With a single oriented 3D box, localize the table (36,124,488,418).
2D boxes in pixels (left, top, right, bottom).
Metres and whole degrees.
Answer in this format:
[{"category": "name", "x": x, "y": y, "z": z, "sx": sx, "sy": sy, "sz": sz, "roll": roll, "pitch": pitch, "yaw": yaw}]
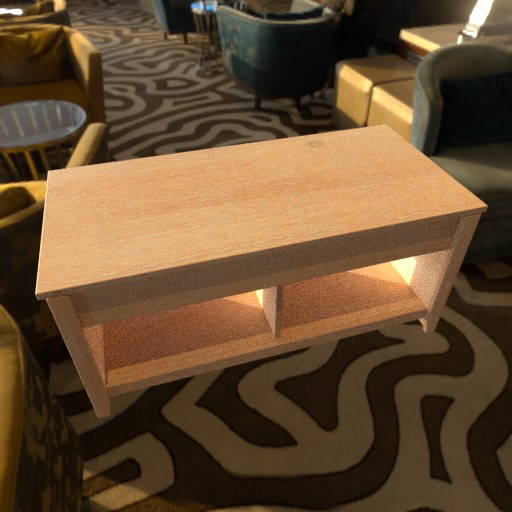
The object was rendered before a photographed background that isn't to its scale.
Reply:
[{"category": "table", "x": 0.000, "y": 0.000, "z": 1.272, "sx": 1.016, "sy": 0.457, "sz": 0.483, "roll": -11, "pitch": 42, "yaw": -13}]
